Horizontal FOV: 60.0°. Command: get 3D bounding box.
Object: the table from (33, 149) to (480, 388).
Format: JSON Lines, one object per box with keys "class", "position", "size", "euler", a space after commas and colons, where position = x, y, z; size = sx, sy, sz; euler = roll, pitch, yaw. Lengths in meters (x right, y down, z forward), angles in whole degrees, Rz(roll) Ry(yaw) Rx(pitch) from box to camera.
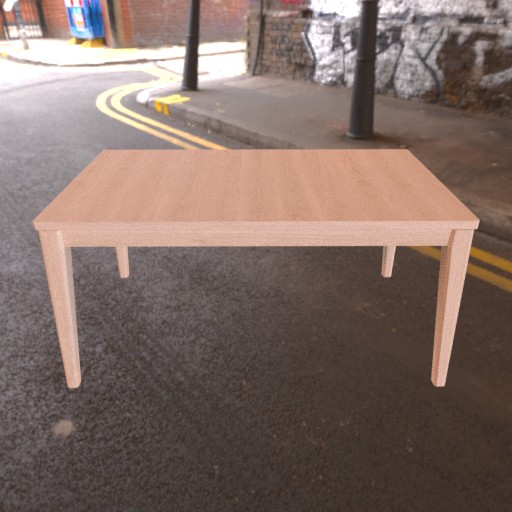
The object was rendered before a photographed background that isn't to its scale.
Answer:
{"class": "table", "position": [0.000, 0.000, 2.071], "size": [1.600, 0.760, 0.900], "euler": [0, 30, 0]}
